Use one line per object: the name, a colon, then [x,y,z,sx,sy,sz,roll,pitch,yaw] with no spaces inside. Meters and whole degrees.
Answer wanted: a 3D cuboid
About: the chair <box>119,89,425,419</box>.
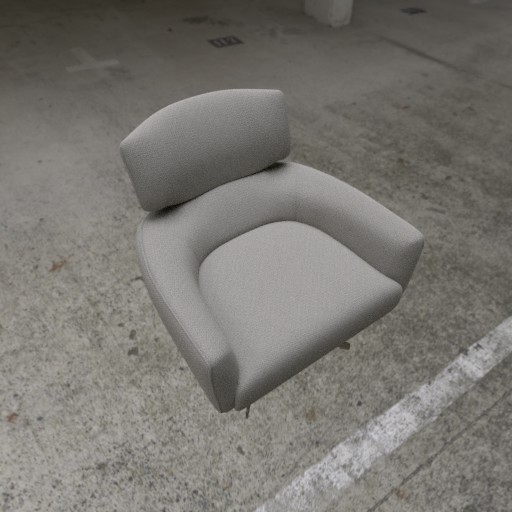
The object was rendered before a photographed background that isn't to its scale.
chair: [0.000,0.000,1.431,0.760,0.810,0.730,-27,51,-24]
